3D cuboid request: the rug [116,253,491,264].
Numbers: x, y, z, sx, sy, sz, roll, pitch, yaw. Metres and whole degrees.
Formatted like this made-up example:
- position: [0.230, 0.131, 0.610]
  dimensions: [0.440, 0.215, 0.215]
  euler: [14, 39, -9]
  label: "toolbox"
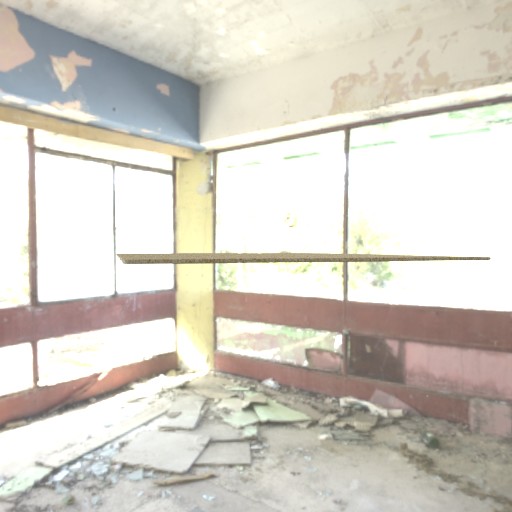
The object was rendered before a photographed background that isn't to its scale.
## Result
- position: [0.000, 0.000, 4.042]
  dimensions: [2.401, 0.025, 3.001]
  euler: [0, 1, -18]
  label: "rug"
